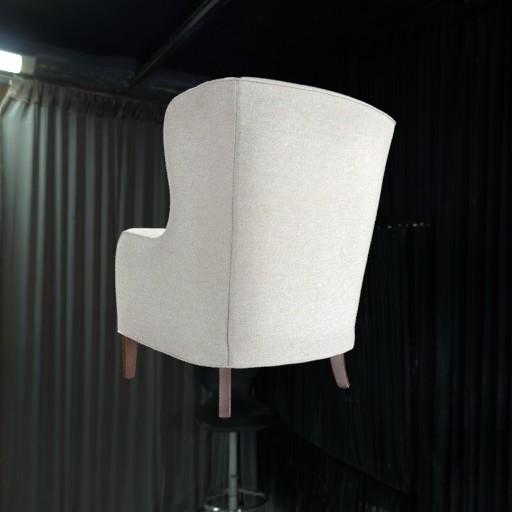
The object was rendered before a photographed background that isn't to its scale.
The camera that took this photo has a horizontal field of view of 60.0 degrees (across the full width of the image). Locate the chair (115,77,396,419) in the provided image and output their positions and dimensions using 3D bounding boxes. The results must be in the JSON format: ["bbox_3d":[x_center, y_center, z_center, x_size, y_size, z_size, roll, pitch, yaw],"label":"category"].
[{"bbox_3d":[0.000,0.000,1.755,0.838,1.040,0.966,0,0,-36],"label":"chair"}]
